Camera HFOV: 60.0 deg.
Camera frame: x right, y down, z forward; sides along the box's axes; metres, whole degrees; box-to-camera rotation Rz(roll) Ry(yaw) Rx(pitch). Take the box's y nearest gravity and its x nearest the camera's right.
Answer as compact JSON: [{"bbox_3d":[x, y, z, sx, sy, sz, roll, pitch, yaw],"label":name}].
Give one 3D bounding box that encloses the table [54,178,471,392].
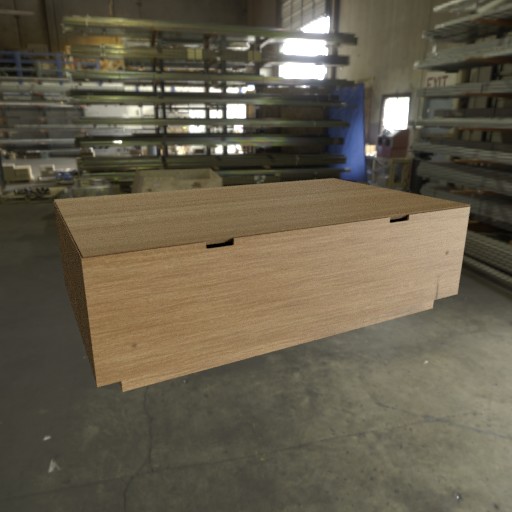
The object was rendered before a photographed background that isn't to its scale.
[{"bbox_3d":[0.000,0.000,1.432,1.110,0.353,0.678,-9,20,-26],"label":"table"}]
